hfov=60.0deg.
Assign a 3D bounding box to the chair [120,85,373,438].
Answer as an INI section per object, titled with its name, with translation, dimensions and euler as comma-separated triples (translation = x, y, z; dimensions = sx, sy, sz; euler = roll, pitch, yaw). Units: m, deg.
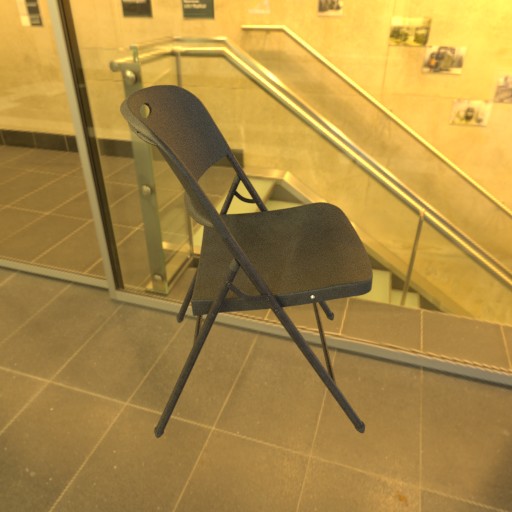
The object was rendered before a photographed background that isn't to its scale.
[chair]
translation = 0.000, 0.000, 1.162
dimensions = 0.566, 0.810, 0.494
euler = -1, 32, -1
